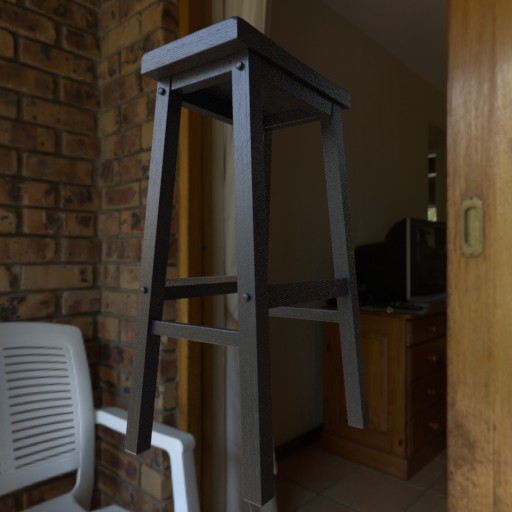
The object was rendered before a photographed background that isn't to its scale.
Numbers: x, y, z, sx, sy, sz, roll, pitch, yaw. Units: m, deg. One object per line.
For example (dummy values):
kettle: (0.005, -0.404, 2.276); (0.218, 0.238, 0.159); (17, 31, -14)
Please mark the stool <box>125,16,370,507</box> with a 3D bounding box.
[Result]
stool: (0.000, 0.000, 0.910); (0.322, 0.742, 0.406); (0, 0, 37)
